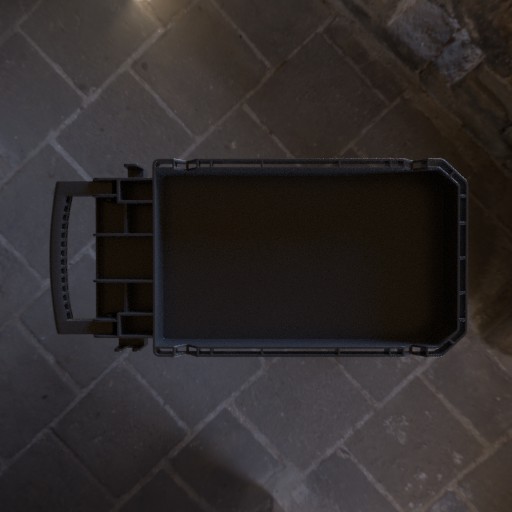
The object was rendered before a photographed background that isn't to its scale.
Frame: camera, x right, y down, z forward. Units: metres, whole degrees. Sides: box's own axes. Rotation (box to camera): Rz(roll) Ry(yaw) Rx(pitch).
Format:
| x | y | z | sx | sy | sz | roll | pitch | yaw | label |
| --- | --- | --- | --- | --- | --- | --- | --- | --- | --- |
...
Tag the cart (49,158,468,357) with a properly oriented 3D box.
| x | y | z | sx | sy | sz | roll | pitch | yaw | label |
| --- | --- | --- | --- | --- | --- | --- | --- | --- | --- |
| 0.000 | 0.000 | 1.550 | 1.061 | 0.884 | 0.497 | 0 | 91 | 0 | cart |
